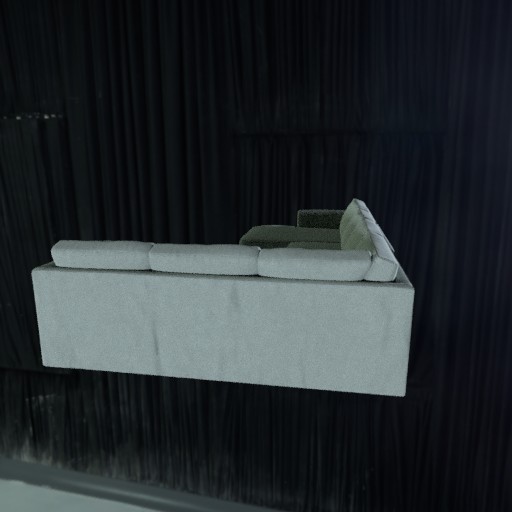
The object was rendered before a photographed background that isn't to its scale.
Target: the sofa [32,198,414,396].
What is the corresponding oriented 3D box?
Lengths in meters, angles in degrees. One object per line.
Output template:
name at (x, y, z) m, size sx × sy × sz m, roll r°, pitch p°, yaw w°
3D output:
sofa at (0.000, 0.000, 4.402) m, size 2.440 × 0.869 × 3.434 m, roll 2°, pitch 13°, yaw 9°
